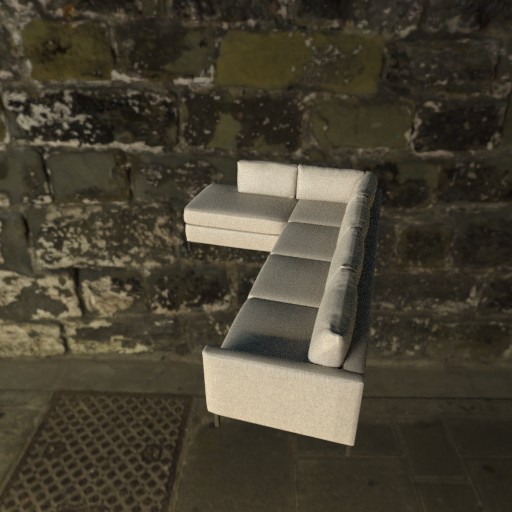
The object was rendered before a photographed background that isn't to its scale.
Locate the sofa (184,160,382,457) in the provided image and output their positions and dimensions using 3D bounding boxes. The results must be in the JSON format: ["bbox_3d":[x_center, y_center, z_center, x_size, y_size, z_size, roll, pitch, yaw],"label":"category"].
[{"bbox_3d":[0.000,0.000,3.126,1.617,0.703,2.423,8,30,14],"label":"sofa"}]
